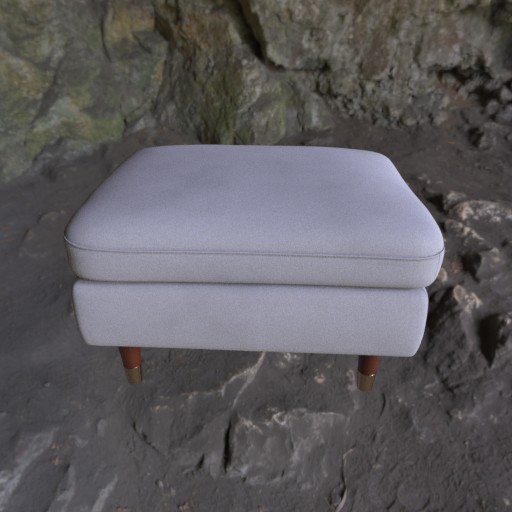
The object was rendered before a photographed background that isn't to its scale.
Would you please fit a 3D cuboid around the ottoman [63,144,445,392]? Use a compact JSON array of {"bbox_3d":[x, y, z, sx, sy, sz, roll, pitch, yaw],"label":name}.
[{"bbox_3d":[0.000,0.000,1.122,0.747,0.478,0.593,1,29,2],"label":"ottoman"}]
